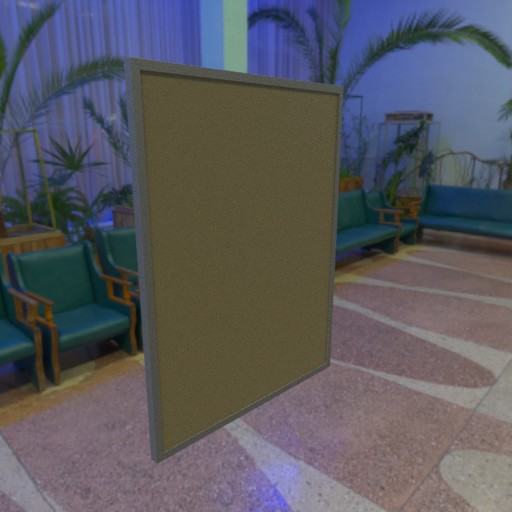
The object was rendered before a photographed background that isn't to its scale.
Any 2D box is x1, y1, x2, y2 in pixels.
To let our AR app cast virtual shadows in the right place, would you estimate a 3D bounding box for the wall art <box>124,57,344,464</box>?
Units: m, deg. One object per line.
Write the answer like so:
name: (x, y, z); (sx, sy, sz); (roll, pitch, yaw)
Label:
wall art: (0.000, 0.000, 1.370); (0.789, 1.042, 0.034); (-14, 20, -42)
